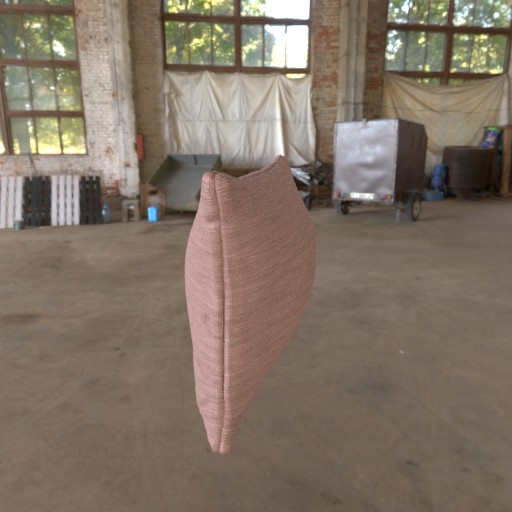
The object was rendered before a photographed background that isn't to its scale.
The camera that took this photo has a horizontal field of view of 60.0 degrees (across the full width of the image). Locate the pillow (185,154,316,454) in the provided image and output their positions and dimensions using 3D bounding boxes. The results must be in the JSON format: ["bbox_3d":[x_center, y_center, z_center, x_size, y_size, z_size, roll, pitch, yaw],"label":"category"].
[{"bbox_3d":[0.000,0.000,0.793,0.210,0.338,0.633,2,15,10],"label":"pillow"}]
